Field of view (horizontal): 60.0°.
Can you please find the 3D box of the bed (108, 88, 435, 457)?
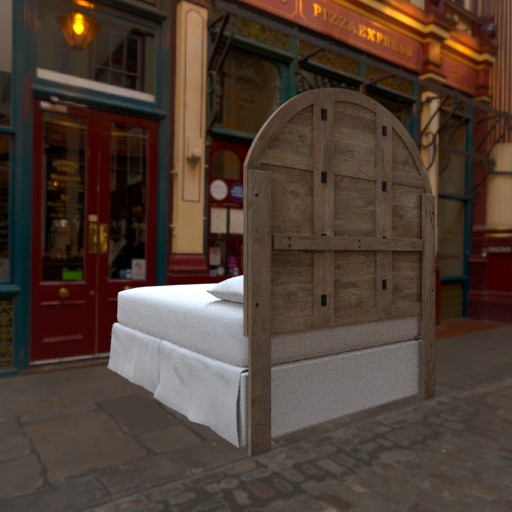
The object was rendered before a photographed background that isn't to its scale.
[{"bbox_3d":[0.000,0.000,3.523,1.713,2.002,2.112,0,0,-36],"label":"bed"}]
